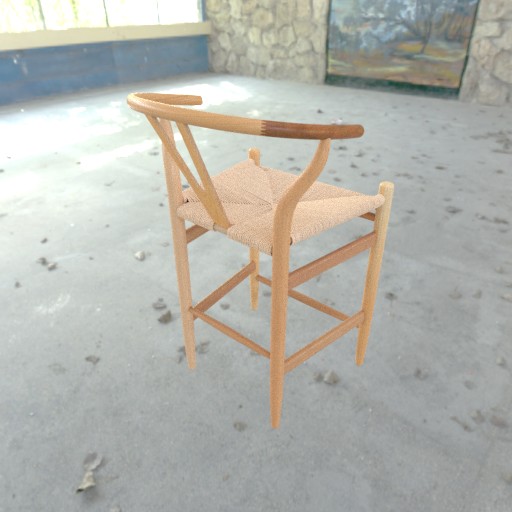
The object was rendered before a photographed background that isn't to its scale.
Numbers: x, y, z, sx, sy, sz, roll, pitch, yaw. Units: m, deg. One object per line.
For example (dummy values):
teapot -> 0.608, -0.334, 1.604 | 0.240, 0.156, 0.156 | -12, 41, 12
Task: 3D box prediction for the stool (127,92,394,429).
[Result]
stool -> 0.000, 0.000, 1.268 | 0.536, 0.923, 0.575 | 24, 38, 34
